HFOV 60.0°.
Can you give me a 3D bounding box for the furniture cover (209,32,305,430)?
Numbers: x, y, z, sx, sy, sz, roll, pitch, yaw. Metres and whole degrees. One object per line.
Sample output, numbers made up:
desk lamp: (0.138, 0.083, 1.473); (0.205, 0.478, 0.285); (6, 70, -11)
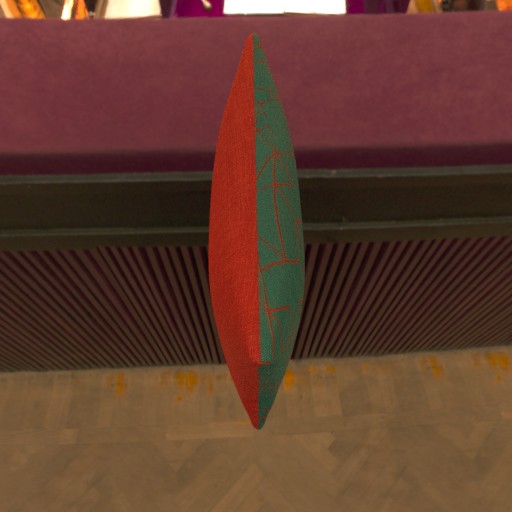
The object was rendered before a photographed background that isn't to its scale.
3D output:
furniture cover: (0.000, 0.000, 0.782); (0.158, 0.508, 0.517); (-1, 62, 0)
